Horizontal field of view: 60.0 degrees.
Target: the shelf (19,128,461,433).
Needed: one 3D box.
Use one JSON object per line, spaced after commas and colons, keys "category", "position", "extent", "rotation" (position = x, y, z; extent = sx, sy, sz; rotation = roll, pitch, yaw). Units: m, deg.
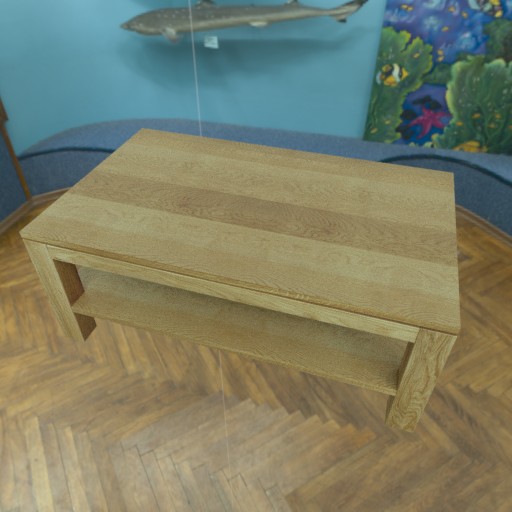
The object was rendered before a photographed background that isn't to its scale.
{"category": "shelf", "position": [0.000, 0.000, 1.490], "extent": [1.150, 0.450, 0.700], "rotation": [12, 42, 13]}
